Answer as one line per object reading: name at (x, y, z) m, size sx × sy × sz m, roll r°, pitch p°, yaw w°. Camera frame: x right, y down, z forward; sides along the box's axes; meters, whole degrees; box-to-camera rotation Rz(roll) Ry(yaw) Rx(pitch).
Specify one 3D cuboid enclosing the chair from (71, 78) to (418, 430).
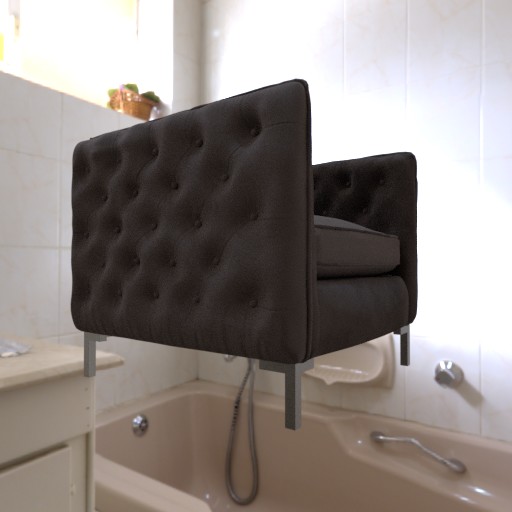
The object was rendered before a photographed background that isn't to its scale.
chair at (0.000, 0.000, 1.582) m, size 0.913 × 0.807 × 0.946 m, roll -1°, pitch -1°, yaw 36°
